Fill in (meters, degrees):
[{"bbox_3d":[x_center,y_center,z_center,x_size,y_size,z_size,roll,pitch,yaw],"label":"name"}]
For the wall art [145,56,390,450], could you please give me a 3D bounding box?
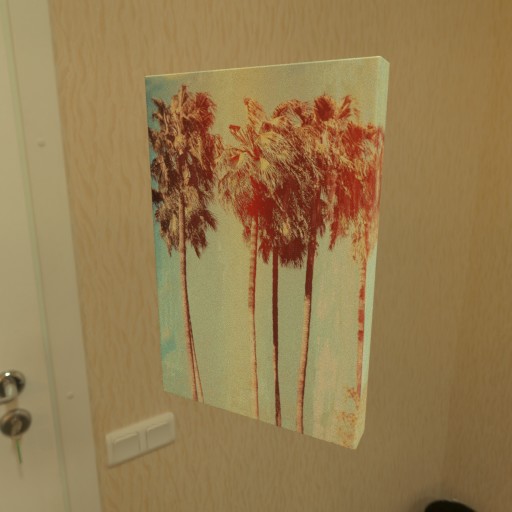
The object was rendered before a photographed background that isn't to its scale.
[{"bbox_3d":[0.000,0.000,0.484,0.251,0.380,0.039,7,16,26],"label":"wall art"}]
